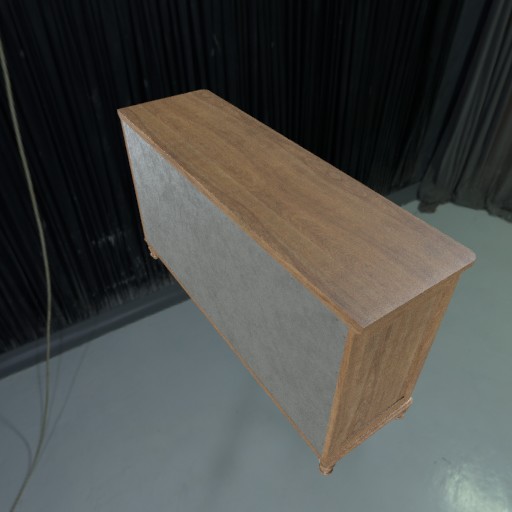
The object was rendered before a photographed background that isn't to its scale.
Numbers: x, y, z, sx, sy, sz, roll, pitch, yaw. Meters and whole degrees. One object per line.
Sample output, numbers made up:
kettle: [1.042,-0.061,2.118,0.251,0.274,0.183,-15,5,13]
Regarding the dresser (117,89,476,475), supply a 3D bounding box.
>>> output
dresser: [0.000,0.000,1.944,0.468,0.892,1.583,-24,46,-25]
